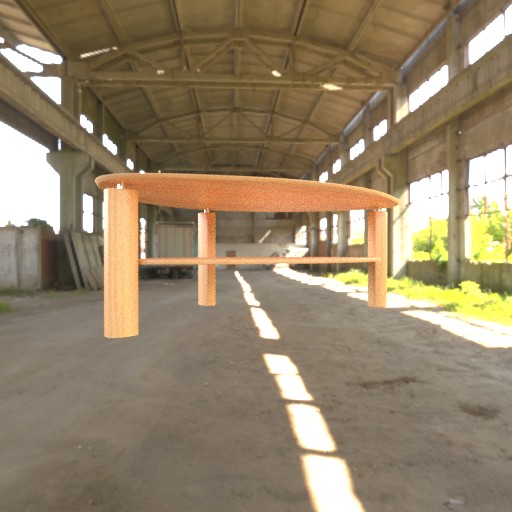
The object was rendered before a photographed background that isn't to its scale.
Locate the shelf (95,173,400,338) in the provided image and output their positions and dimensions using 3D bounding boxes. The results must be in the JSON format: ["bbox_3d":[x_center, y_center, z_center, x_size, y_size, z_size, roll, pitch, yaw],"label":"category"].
[{"bbox_3d":[0.000,0.000,1.674,1.246,0.440,0.845,0,1,-37],"label":"shelf"}]
